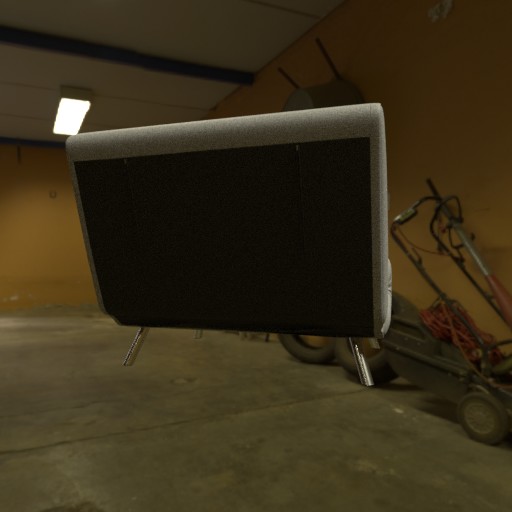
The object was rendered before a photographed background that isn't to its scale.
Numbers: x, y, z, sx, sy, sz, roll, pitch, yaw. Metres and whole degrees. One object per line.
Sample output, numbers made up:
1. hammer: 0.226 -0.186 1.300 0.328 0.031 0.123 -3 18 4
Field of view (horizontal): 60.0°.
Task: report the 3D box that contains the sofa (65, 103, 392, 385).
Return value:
1. sofa: 0.000 0.000 1.753 1.020 0.825 1.000 0 -1 17
